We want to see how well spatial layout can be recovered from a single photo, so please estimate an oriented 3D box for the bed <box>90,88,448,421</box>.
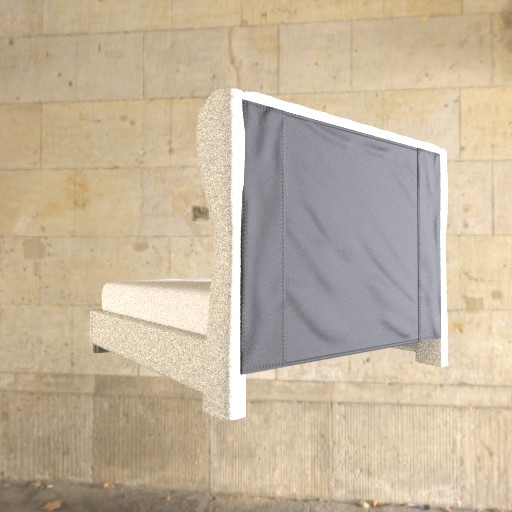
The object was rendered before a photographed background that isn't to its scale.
[{"bbox_3d":[0.000,0.000,3.877,2.219,1.771,2.347,1,-1,-37],"label":"bed"}]
